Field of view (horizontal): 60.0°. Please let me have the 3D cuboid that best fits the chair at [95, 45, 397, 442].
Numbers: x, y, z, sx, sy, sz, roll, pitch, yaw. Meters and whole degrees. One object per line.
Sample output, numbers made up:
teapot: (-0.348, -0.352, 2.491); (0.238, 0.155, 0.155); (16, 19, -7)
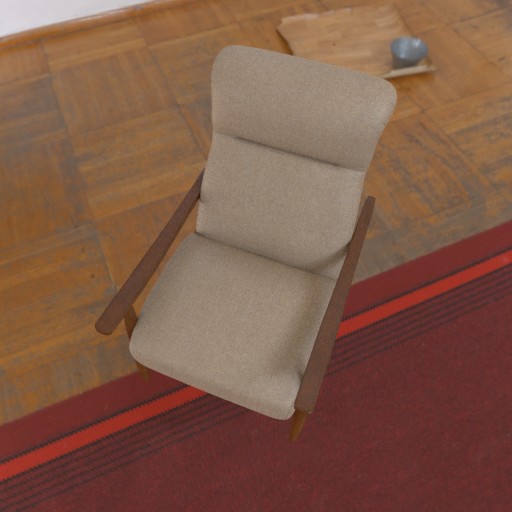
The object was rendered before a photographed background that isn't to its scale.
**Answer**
chair: (0.000, 0.000, 1.724); (0.762, 1.082, 1.030); (18, 59, 11)
